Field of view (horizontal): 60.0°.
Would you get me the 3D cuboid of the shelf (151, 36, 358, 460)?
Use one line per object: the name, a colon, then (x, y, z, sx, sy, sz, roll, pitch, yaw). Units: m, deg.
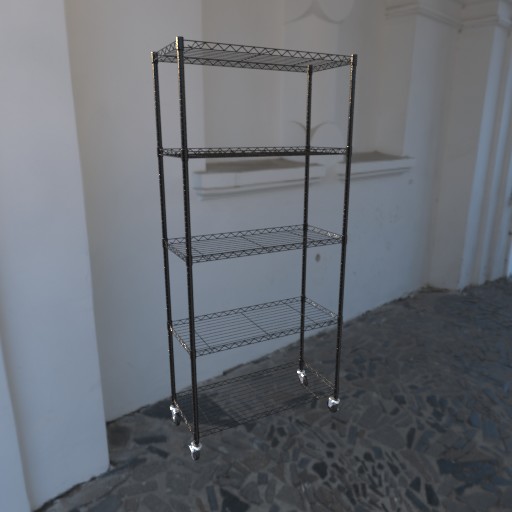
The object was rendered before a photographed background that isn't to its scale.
shelf: (0.000, 0.000, 1.954, 0.762, 1.645, 0.356, -8, 17, -26)
